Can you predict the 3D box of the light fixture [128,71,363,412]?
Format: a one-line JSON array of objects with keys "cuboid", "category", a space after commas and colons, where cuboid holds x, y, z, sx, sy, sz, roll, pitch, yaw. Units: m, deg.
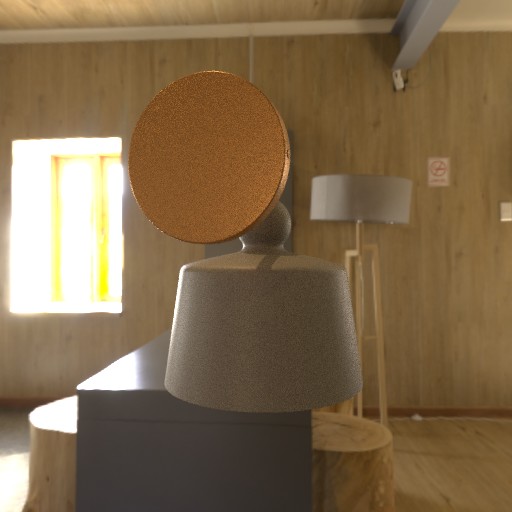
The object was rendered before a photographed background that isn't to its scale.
[{"cuboid": [0.000, 0.000, 0.442, 0.204, 0.268, 0.254, 0, 0, 18], "category": "light fixture"}]
